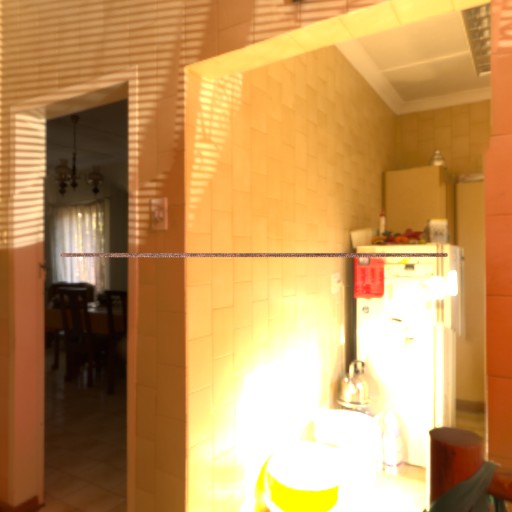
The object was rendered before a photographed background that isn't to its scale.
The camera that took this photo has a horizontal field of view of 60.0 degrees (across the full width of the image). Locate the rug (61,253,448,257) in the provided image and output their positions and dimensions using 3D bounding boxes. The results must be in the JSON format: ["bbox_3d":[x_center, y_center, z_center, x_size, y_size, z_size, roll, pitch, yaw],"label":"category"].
[{"bbox_3d":[0.000,0.000,2.291,1.208,0.012,1.819,0,0,1],"label":"rug"}]
